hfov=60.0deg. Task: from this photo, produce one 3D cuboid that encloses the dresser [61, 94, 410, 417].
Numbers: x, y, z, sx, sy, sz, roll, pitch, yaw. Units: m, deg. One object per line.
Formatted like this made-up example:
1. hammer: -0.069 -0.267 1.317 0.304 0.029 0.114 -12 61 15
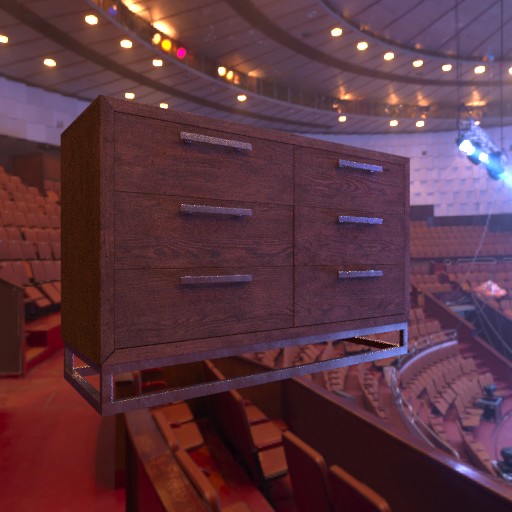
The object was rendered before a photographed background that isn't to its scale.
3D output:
1. dresser: 0.000 0.000 2.153 1.646 1.061 0.623 0 0 -35
